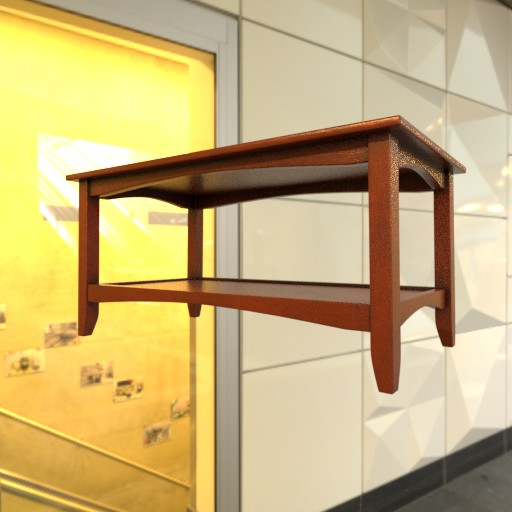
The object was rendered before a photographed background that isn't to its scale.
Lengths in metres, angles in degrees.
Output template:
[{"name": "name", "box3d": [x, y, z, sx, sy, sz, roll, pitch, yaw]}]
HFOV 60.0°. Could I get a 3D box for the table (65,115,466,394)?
[{"name": "table", "box3d": [0.000, 0.000, 1.193, 0.943, 0.456, 0.533, 0, 1, 36]}]
